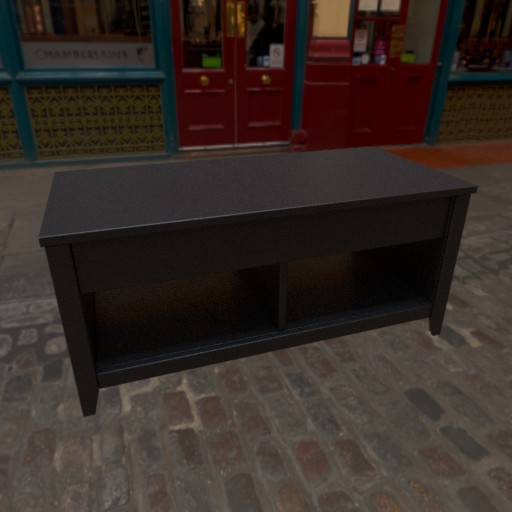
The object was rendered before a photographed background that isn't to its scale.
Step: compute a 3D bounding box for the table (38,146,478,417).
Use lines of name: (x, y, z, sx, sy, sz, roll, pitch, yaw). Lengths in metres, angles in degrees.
table: (0.000, 0.000, 1.271, 1.016, 0.457, 0.483, -8, 27, -17)
